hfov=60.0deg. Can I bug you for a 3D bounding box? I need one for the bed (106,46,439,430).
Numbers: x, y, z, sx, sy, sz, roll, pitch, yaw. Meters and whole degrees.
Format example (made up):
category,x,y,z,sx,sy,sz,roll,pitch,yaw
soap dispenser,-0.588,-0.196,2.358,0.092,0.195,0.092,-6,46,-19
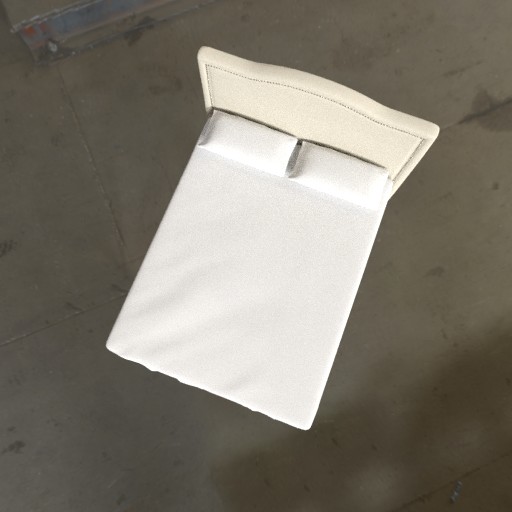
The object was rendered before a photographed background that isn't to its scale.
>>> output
category,x,y,z,sx,sy,sz,roll,pitch,yaw
bed,0.000,0.000,3.301,1.741,1.449,2.196,21,78,5
